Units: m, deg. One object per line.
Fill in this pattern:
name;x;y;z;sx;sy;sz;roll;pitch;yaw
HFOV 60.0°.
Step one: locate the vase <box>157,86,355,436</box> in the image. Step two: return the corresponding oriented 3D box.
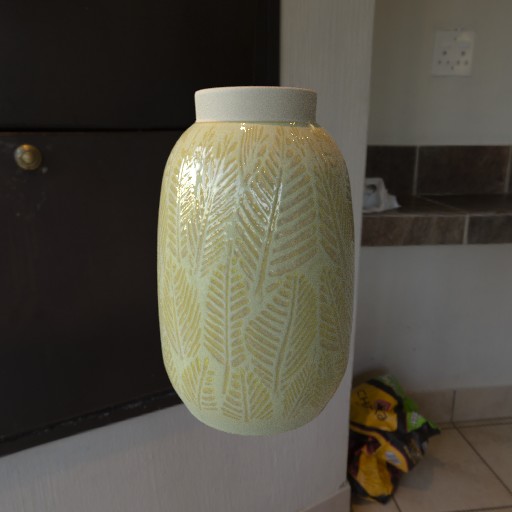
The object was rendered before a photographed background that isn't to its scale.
vase;0.000;0.000;0.388;0.172;0.270;0.172;0;15;0
